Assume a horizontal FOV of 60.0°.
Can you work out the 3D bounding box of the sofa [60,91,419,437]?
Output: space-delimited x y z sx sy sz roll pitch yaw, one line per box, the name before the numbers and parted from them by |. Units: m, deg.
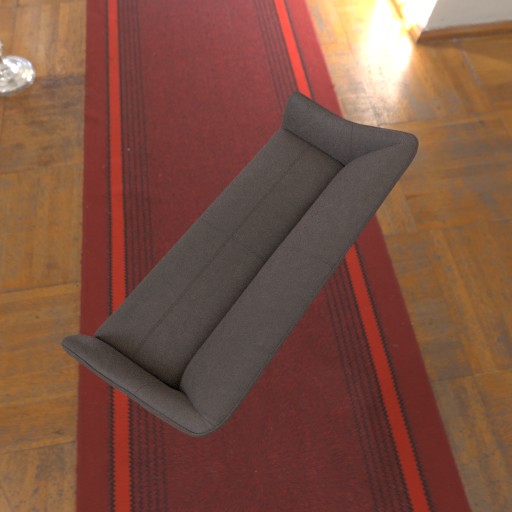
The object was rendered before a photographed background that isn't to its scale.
sofa | 0.000 0.000 2.408 0.869 0.831 1.928 33 69 15
